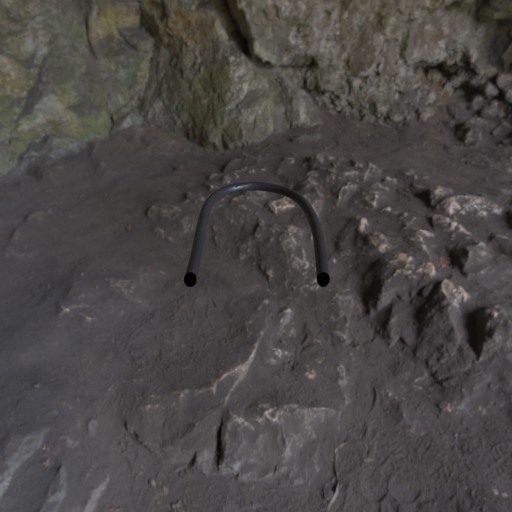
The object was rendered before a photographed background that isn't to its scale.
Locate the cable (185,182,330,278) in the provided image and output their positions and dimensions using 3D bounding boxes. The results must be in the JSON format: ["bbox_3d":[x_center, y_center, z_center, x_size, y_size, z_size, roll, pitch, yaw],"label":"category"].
[{"bbox_3d":[0.000,0.000,0.109,0.041,0.005,0.098,0,30,1],"label":"cable"}]
